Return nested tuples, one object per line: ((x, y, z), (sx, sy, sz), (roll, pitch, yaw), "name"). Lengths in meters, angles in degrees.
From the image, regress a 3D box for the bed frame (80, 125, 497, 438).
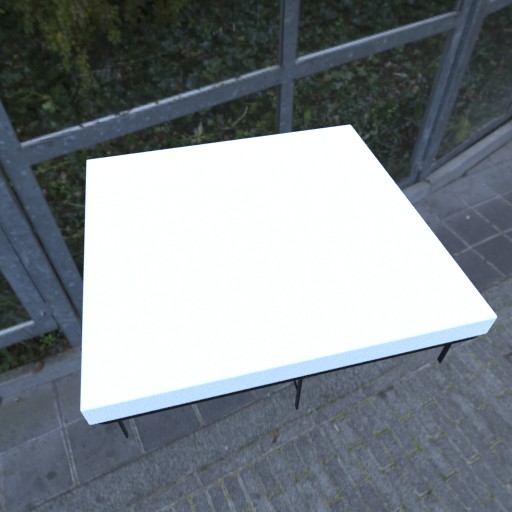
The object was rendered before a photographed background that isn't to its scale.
((0.000, 0.000, 2.911), (2.032, 0.559, 1.930), (-10, 47, -10), "bed frame")
